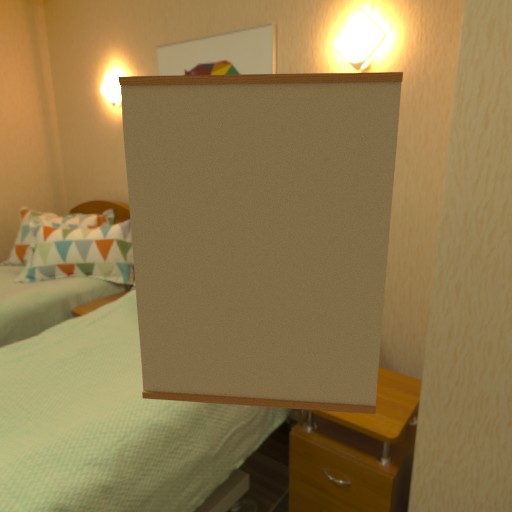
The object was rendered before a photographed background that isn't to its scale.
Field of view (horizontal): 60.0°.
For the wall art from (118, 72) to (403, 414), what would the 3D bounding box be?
[{"bbox_3d":[0.000,0.000,0.794,0.458,0.605,0.011,2,15,6],"label":"wall art"}]
